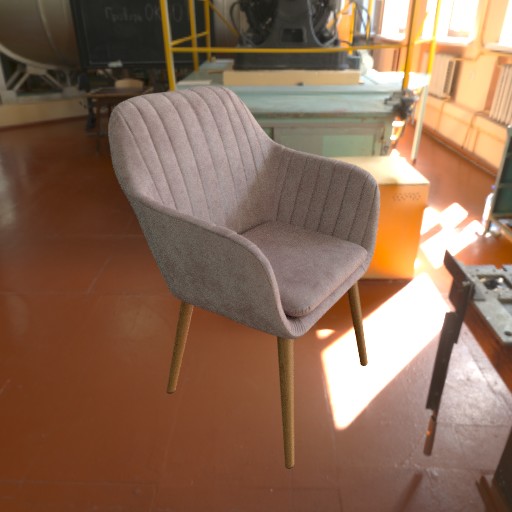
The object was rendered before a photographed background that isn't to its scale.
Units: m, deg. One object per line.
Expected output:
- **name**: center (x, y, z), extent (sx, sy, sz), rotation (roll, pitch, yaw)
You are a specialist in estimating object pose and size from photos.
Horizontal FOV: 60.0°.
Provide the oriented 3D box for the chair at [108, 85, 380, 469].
- **chair**: center (0.000, 0.000, 1.237), extent (0.570, 0.832, 0.610), rotation (19, 33, 31)
